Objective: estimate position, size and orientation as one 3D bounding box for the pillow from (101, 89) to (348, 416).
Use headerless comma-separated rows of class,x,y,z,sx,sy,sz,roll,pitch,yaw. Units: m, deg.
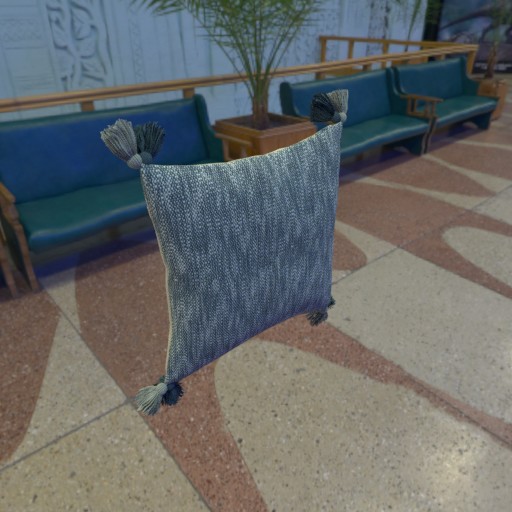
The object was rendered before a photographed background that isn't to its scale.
pillow,0.000,0.000,0.940,0.614,0.634,0.138,-21,36,-33
